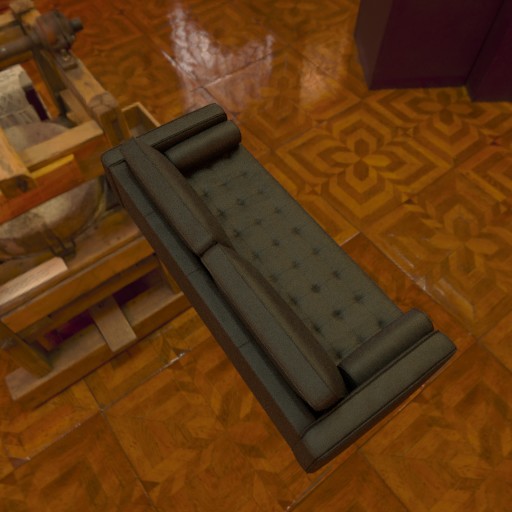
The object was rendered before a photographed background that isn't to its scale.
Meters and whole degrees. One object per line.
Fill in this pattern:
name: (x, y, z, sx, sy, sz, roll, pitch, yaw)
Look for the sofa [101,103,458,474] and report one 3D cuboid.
sofa: (0.000, 0.000, 2.616, 0.914, 0.762, 2.210, -31, 63, -18)
